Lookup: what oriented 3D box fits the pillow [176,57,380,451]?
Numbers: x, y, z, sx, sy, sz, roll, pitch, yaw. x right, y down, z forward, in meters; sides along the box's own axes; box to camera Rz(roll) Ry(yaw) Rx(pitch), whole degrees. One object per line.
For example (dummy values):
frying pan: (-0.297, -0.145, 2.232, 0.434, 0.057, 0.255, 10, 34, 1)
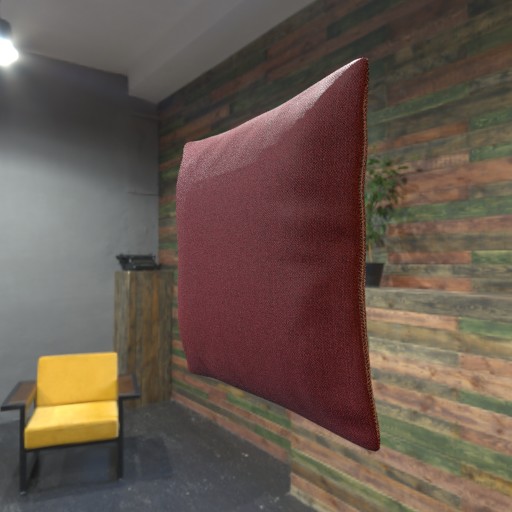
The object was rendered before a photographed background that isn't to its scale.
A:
pillow: (0.000, 0.000, 0.760, 0.166, 0.497, 0.513, 1, -1, -35)
